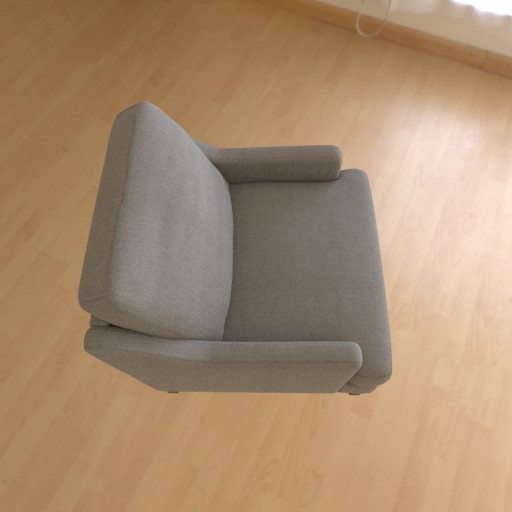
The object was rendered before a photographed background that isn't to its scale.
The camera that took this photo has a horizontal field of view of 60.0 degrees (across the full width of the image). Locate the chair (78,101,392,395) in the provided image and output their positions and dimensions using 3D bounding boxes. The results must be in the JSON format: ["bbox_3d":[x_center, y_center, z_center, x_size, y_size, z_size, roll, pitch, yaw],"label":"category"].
[{"bbox_3d":[0.000,0.000,1.524,0.892,0.821,0.826,1,63,0],"label":"chair"}]
